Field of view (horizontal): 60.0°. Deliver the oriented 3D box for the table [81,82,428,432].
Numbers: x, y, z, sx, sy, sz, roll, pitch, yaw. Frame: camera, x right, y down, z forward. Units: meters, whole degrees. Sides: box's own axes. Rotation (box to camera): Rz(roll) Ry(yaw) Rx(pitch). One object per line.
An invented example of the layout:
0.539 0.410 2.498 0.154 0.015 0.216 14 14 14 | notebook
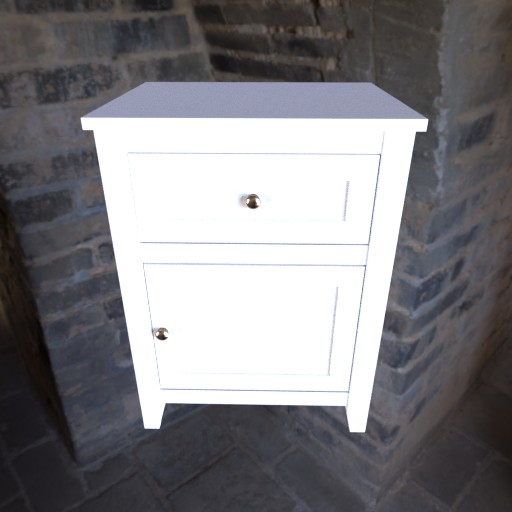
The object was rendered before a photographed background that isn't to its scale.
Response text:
0.000 0.000 0.927 0.480 0.635 0.381 1 28 1 | table
